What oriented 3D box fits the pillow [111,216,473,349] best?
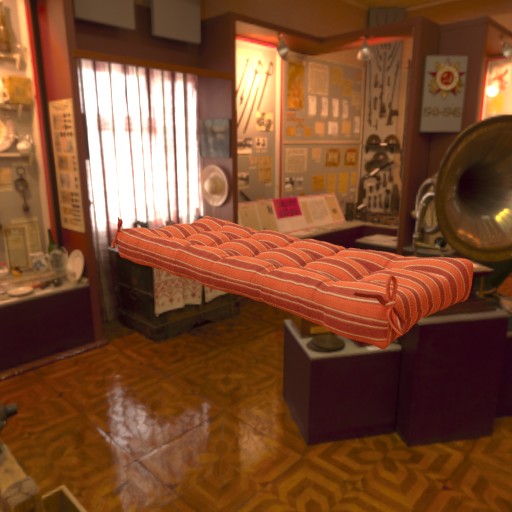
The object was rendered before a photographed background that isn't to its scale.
[{"bbox_3d":[0.000,0.000,1.387,0.511,0.174,1.194,-13,19,-43],"label":"pillow"}]
